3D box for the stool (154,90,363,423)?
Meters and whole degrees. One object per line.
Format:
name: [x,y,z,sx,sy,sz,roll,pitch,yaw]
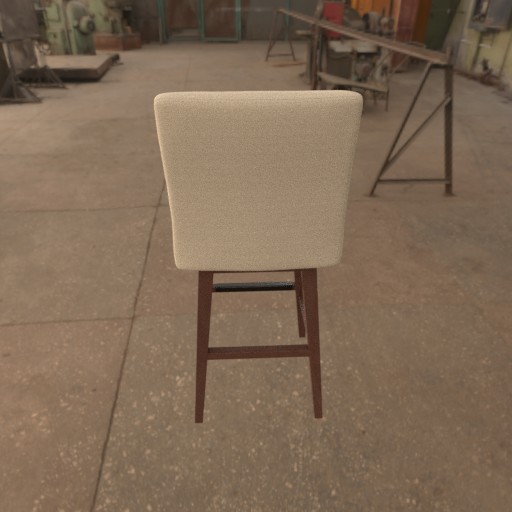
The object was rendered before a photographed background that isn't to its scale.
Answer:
stool: [0.000,0.000,1.403,0.483,1.093,0.559,-1,32,-2]
